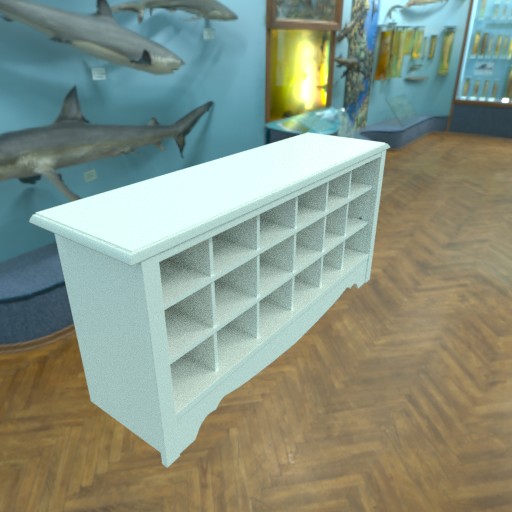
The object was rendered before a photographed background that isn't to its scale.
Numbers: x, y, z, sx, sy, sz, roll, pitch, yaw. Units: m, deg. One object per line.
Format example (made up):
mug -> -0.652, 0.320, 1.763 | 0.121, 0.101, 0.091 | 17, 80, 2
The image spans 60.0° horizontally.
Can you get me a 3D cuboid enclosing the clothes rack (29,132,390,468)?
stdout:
clothes rack -> 0.000, 0.000, 1.336 | 0.324, 0.531, 1.120 | 18, 32, 33
